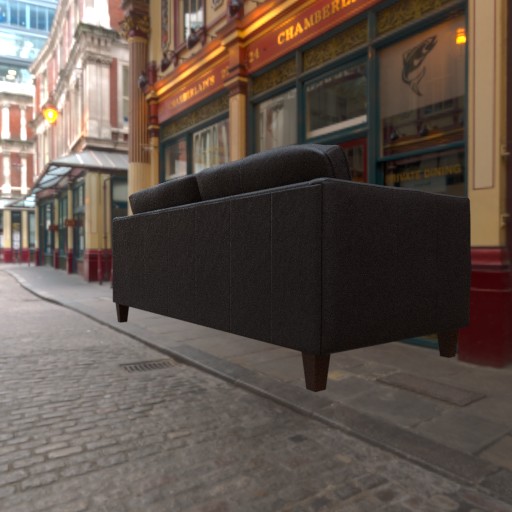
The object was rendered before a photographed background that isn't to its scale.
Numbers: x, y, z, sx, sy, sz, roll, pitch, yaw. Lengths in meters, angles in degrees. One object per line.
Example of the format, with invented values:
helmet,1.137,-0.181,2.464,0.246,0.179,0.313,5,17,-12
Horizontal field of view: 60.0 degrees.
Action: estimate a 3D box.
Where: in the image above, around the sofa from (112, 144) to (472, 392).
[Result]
sofa,0.000,0.000,2.415,0.933,0.863,1.971,0,0,-36
